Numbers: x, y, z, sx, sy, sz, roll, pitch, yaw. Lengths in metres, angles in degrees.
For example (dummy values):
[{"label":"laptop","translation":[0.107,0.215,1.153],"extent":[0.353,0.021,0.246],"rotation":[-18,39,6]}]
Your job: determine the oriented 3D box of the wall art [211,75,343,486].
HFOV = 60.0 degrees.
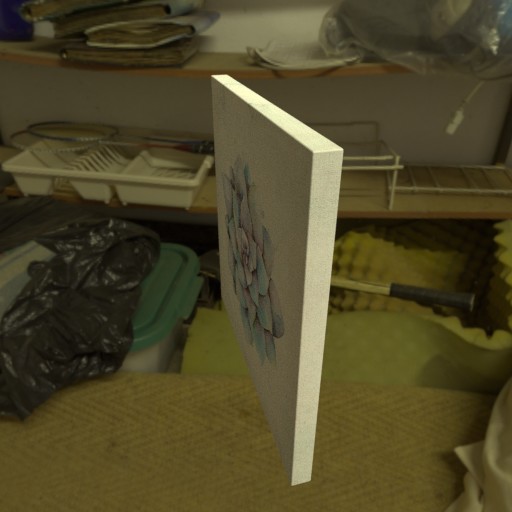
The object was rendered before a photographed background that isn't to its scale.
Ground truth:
[{"label":"wall art","translation":[0.000,0.000,0.905],"extent":[0.040,0.612,0.612],"rotation":[-8,31,-14]}]
